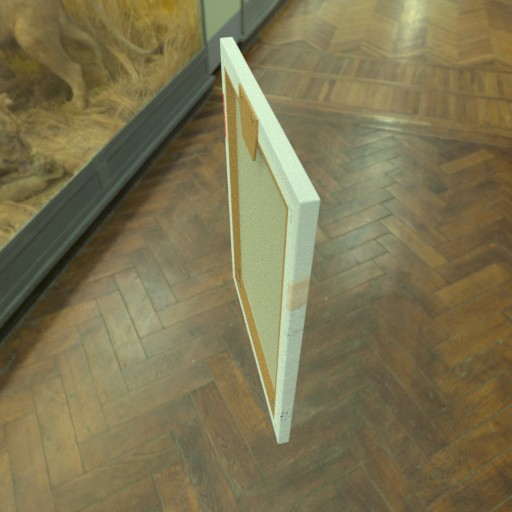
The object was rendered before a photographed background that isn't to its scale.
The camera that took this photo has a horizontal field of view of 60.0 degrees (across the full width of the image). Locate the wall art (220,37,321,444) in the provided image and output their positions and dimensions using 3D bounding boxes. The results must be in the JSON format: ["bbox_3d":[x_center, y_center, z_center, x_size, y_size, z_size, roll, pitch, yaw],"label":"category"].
[{"bbox_3d":[0.000,0.000,1.358,0.045,1.014,0.759,-10,46,-9],"label":"wall art"}]
